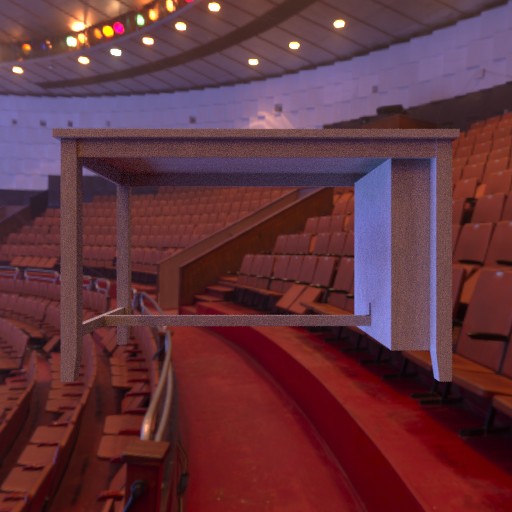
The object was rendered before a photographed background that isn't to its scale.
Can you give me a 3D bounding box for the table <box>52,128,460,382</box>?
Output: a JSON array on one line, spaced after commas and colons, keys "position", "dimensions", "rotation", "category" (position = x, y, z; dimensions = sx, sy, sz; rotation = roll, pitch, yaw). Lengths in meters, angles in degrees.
[{"position": [0.000, 0.000, 1.885], "dimensions": [1.397, 0.874, 0.729], "rotation": [0, 0, 0], "category": "table"}]
